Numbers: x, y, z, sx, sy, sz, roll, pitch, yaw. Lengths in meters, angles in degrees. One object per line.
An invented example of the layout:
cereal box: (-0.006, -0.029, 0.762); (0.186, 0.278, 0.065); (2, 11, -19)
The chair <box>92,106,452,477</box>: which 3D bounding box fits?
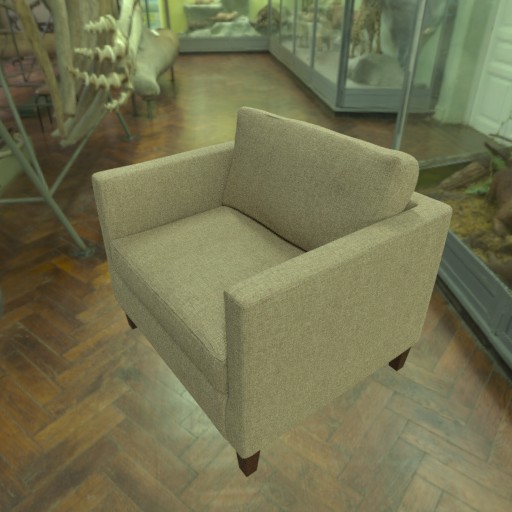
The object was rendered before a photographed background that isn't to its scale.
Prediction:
chair: (0.000, 0.000, 1.827); (0.959, 0.987, 1.107); (-22, 38, -31)
